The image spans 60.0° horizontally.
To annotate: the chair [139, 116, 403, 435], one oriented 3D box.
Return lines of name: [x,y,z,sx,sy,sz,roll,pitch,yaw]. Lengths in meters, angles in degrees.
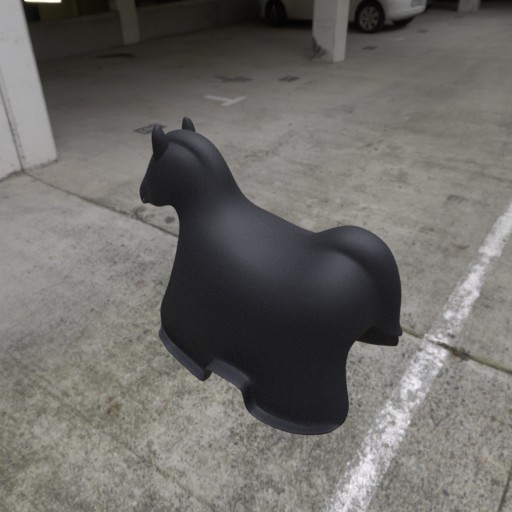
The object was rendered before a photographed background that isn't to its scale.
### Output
chair: [0.000,0.000,1.147,0.800,0.612,0.429,21,37,31]
